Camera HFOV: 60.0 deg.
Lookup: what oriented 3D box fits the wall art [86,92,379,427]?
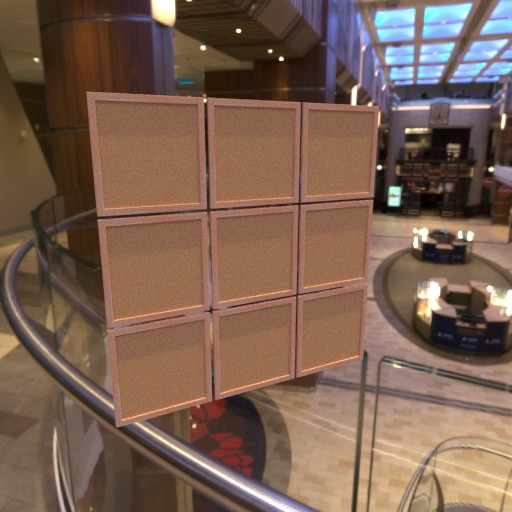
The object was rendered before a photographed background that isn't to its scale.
[{"bbox_3d":[0.000,0.000,1.832,1.216,1.220,0.013,-7,16,-26],"label":"wall art"}]
